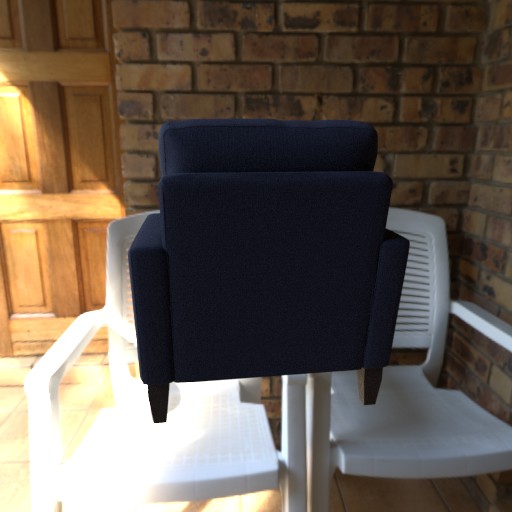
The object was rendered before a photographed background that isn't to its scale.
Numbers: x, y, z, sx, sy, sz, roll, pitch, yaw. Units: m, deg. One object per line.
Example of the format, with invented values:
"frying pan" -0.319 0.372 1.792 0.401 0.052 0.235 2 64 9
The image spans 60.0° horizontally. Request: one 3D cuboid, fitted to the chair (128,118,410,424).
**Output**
"chair" 0.000 0.000 1.719 0.855 0.991 0.897 -2 14 -8
